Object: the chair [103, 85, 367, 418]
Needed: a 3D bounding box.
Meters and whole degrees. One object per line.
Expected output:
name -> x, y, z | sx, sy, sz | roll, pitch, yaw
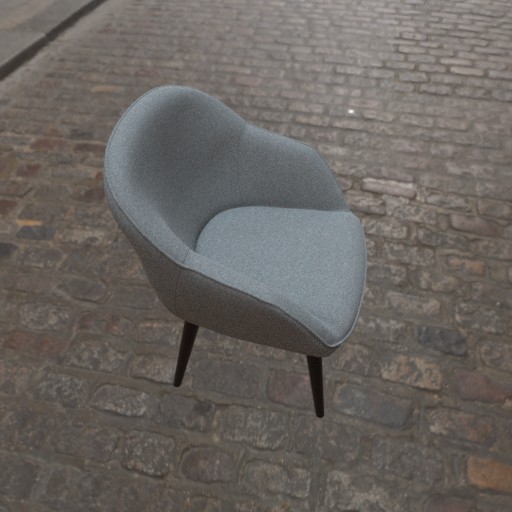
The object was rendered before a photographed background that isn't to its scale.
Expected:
chair -> 0.000, 0.000, 1.241 | 0.611, 0.810, 0.589 | 9, 48, 8
